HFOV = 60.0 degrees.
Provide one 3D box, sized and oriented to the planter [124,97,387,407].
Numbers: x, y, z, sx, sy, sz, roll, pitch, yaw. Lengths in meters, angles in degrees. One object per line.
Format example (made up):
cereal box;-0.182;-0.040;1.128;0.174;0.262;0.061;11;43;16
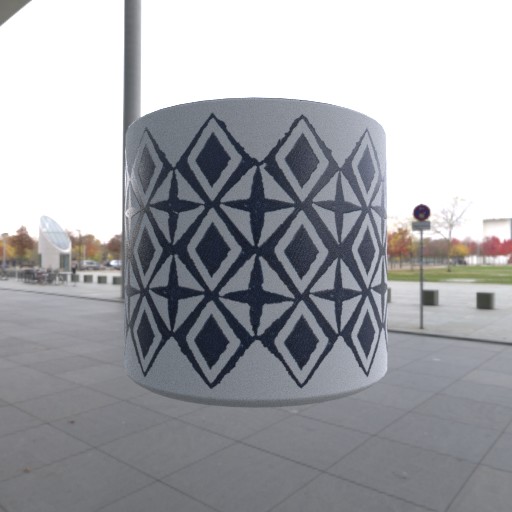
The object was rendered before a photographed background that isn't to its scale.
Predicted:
planter;0.000;0.000;0.394;0.224;0.203;0.224;0;-1;0
